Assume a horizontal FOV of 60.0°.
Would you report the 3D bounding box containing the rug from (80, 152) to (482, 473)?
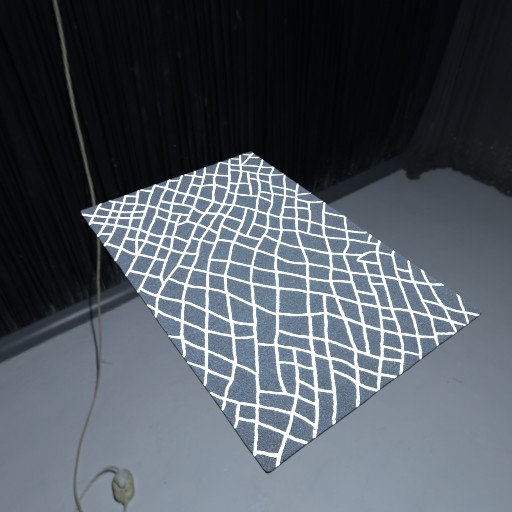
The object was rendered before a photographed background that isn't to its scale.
[{"bbox_3d":[0.000,0.000,2.295,1.223,0.013,1.830,-26,48,-26],"label":"rug"}]
